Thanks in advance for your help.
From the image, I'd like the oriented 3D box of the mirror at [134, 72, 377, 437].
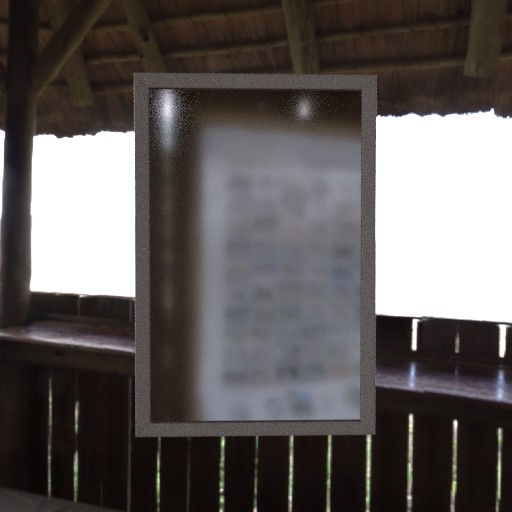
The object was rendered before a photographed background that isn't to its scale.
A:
[{"bbox_3d":[0.000,0.000,1.139,0.609,0.914,0.041,0,1,-1],"label":"mirror"}]
